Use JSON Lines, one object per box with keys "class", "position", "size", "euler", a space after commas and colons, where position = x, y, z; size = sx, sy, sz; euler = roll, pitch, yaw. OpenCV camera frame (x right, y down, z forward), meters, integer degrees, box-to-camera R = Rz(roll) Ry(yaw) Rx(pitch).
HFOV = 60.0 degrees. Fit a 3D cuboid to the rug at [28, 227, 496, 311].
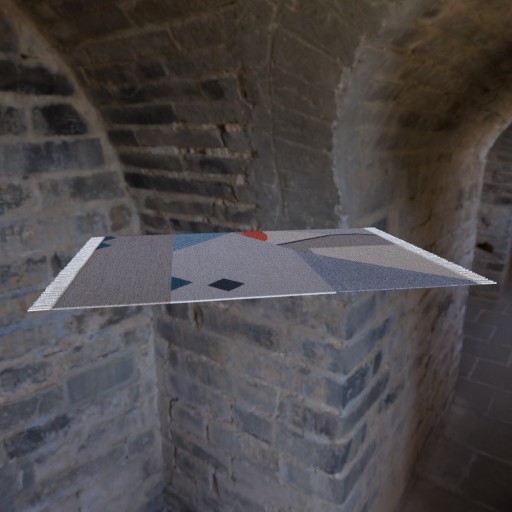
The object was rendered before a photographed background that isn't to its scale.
{"class": "rug", "position": [0.000, 0.000, 2.266], "size": [1.828, 0.005, 1.220], "euler": [-2, 15, -9]}
